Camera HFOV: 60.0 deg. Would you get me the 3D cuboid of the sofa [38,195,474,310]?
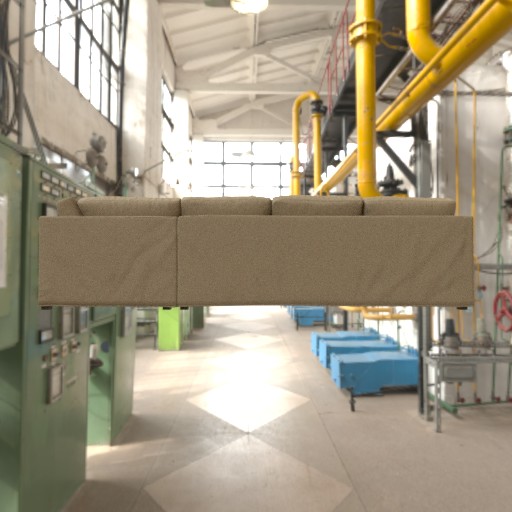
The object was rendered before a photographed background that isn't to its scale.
[{"bbox_3d":[0.000,0.000,4.413,3.182,0.871,2.432,0,-2,0],"label":"sofa"}]
